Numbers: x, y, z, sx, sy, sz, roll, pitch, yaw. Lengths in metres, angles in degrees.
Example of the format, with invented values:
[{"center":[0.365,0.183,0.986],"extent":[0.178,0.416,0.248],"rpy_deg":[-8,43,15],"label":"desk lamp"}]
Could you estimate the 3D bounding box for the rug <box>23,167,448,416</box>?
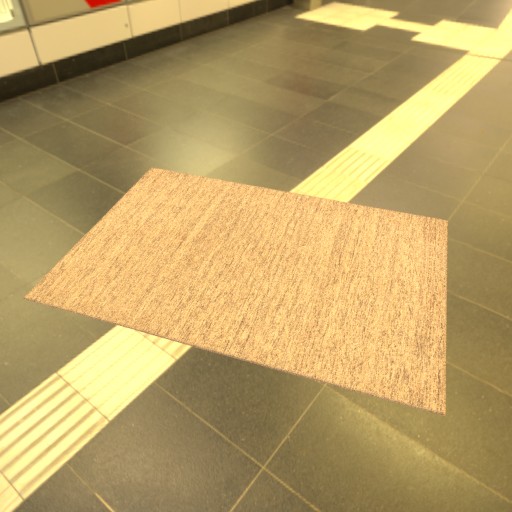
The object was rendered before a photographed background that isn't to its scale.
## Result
[{"center":[0.000,0.000,2.247],"extent":[1.840,0.013,1.225],"rpy_deg":[12,43,14],"label":"rug"}]
